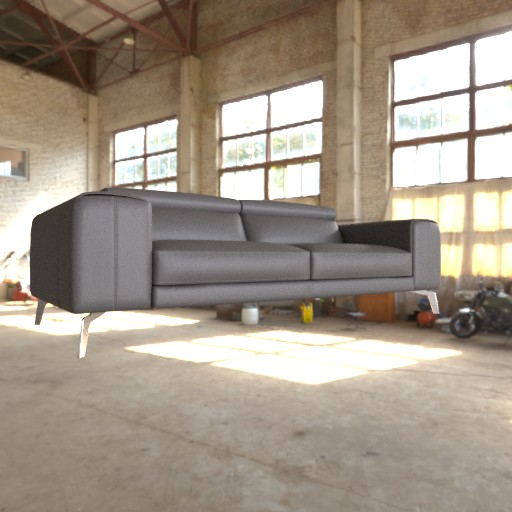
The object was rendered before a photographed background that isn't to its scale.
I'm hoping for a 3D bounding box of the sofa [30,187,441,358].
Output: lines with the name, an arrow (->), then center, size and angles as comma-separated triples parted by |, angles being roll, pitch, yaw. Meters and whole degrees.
sofa -> 0.000, 0.000, 2.673 | 2.321, 0.759, 1.023 | 0, 0, -35
